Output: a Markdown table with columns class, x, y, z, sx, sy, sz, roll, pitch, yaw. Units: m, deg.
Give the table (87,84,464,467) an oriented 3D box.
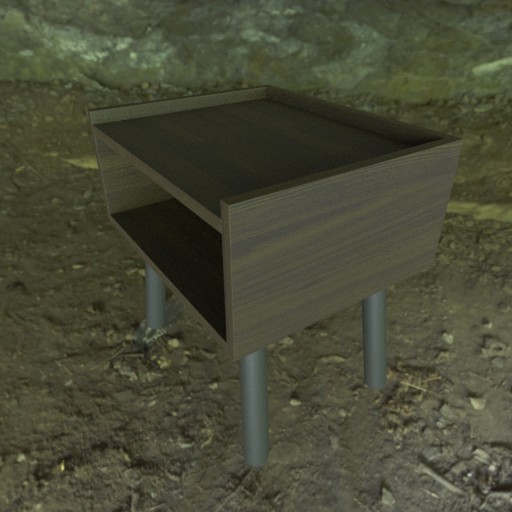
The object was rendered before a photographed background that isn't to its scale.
| class | x | y | z | sx | sy | sz | roll | pitch | yaw |
| --- | --- | --- | --- | --- | --- | --- | --- | --- | --- |
| table | 0.000 | 0.000 | 0.788 | 0.370 | 0.470 | 0.450 | -20 | 37 | -29 |
